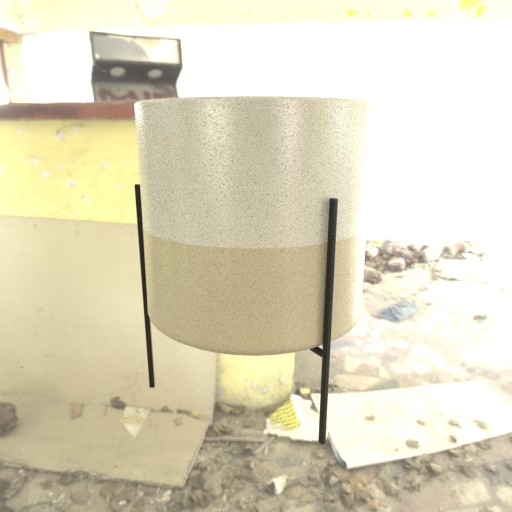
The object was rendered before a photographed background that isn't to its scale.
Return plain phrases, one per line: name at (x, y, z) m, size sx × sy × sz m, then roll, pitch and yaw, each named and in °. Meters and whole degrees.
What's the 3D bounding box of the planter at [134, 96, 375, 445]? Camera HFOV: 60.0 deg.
planter at (0.000, 0.000, 0.745) m, size 0.359 × 0.484 × 0.368 m, roll 8°, pitch 18°, yaw 26°
